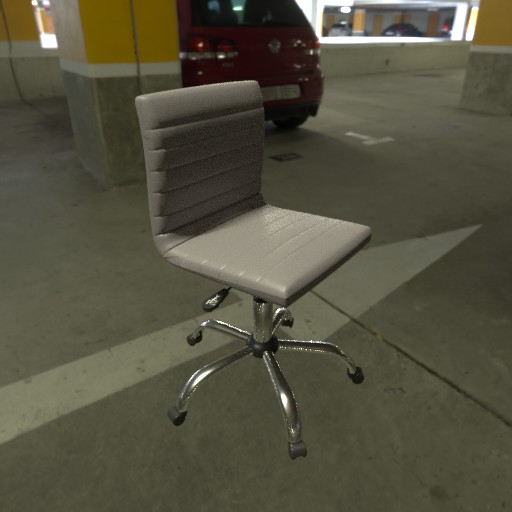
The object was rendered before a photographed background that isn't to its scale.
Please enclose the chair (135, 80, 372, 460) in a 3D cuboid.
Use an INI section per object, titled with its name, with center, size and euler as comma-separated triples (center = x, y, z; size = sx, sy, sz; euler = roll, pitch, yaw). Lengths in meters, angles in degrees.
[chair]
center = 0.000, 0.000, 1.108
size = 0.530, 0.780, 0.556
euler = 19, 33, 33
